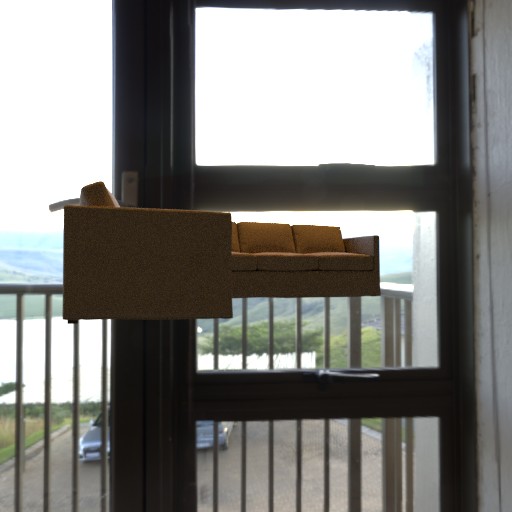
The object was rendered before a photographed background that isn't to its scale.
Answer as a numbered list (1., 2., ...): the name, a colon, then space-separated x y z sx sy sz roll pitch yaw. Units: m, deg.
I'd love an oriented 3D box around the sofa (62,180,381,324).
1. sofa: 0.000 0.000 4.181 3.182 0.871 2.432 0 -1 -19
